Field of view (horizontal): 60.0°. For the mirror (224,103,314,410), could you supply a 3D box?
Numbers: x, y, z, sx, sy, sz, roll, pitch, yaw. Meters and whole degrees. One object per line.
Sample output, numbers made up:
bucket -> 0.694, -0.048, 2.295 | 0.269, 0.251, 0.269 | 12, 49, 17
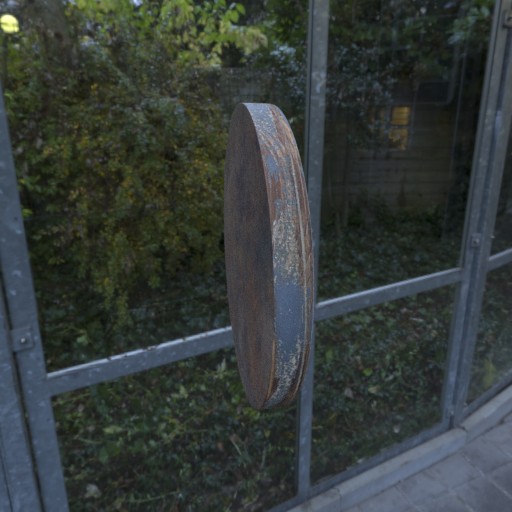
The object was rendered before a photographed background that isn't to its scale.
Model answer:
mirror -> 0.000, 0.000, 0.897 | 0.061, 0.585, 0.585 | -3, 17, -10
